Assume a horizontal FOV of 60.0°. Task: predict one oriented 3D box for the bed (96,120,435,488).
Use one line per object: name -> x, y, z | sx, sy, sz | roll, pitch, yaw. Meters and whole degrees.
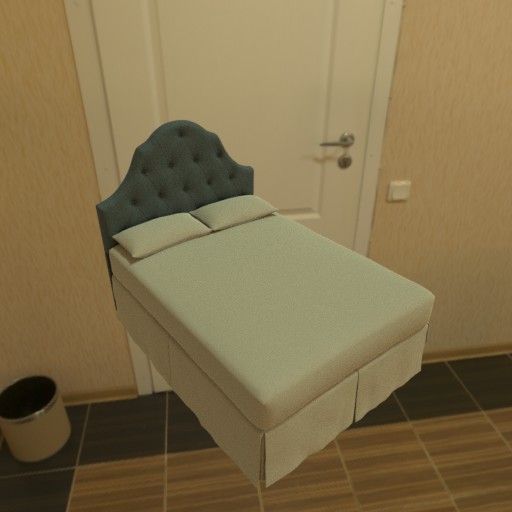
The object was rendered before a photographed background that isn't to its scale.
bed -> 0.000, 0.000, 3.271 | 1.636, 1.575, 2.155 | -21, 36, -32
